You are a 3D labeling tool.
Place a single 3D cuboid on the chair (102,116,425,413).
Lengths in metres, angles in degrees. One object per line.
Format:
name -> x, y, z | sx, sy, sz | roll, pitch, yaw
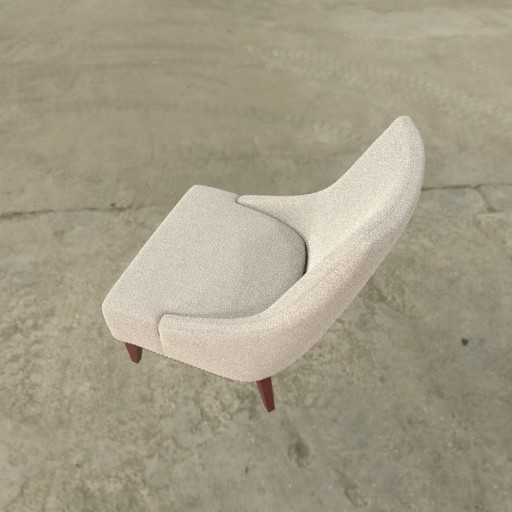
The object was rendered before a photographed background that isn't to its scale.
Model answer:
chair -> 0.000, 0.000, 1.492 | 0.861, 0.909, 0.701 | 16, 50, 14
